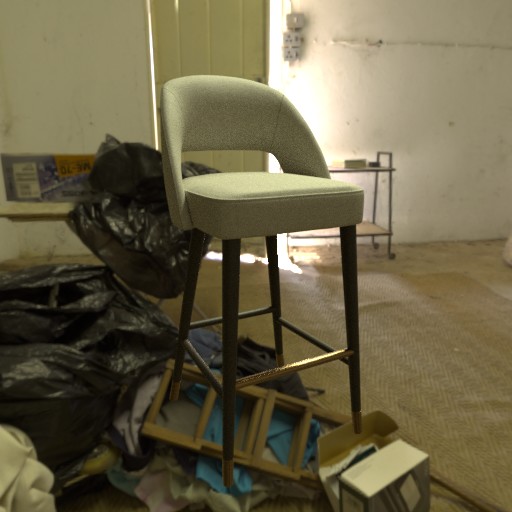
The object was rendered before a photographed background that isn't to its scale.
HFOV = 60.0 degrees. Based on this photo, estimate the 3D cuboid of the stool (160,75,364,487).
[{"bbox_3d":[0.000,0.000,1.297,0.494,1.037,0.509,-8,17,-28],"label":"stool"}]
